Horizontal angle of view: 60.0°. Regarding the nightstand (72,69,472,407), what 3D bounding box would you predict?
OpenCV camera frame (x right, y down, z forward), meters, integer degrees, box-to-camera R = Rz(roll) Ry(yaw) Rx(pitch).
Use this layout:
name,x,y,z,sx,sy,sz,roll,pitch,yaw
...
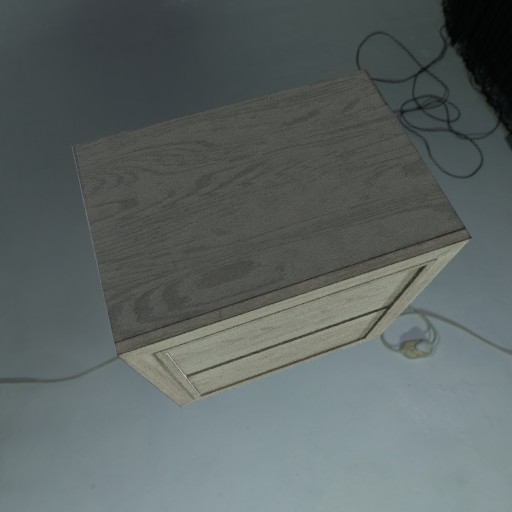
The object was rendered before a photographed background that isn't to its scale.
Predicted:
name,x,y,z,sx,sy,sz,roll,pitch,yaw
nightstand,0.000,0.000,1.109,0.612,0.673,0.483,-17,66,-8
